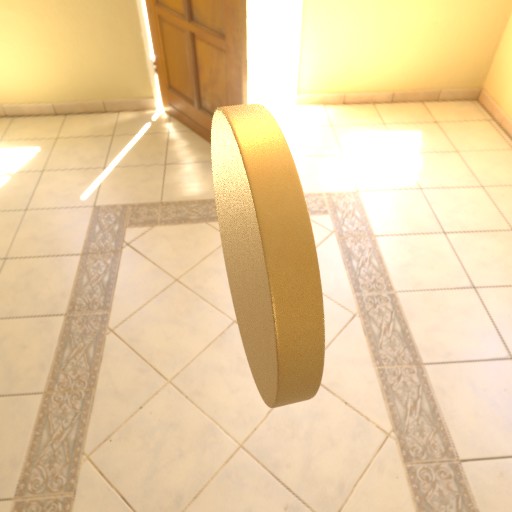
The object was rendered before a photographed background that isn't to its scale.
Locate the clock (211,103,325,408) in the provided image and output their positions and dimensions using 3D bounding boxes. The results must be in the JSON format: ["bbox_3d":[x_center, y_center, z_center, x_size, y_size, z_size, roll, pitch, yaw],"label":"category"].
[{"bbox_3d":[0.000,0.000,0.483,0.040,0.314,0.314,-10,47,-10],"label":"clock"}]
